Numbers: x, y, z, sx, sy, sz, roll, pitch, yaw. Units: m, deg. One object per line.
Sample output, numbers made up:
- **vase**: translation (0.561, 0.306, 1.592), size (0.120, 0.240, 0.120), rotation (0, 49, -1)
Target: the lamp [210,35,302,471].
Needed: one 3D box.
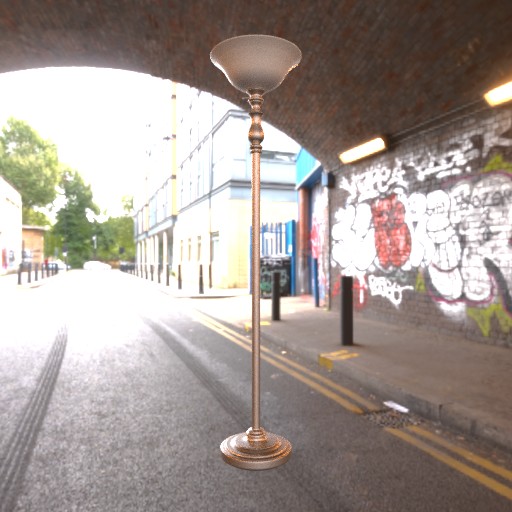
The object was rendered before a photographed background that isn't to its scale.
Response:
- **lamp**: translation (0.000, 0.000, 1.971), size (0.405, 1.771, 0.405), rotation (0, -1, 20)
